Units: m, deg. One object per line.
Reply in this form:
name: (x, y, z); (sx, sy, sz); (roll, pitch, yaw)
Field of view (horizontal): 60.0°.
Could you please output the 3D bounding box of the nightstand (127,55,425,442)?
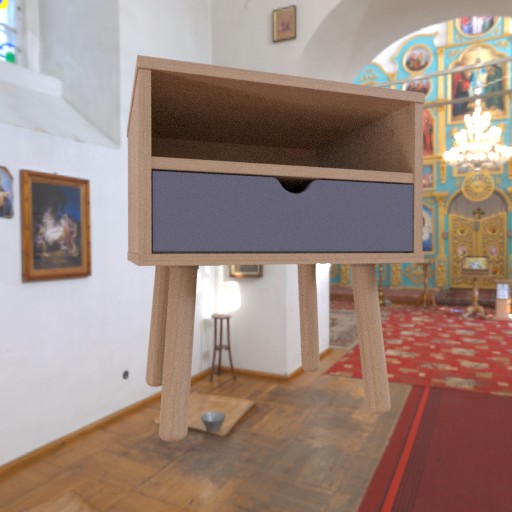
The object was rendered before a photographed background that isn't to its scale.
nightstand: (0.000, 0.000, 0.831); (0.450, 0.530, 0.380); (0, 1, -18)
